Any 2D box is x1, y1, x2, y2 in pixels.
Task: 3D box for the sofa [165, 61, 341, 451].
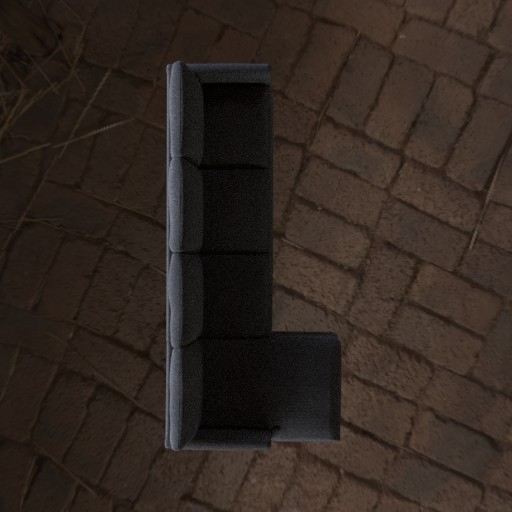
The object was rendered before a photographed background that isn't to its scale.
[{"bbox_3d":[0.000,0.000,3.489,1.350,0.810,2.932,0,89,1],"label":"sofa"}]
